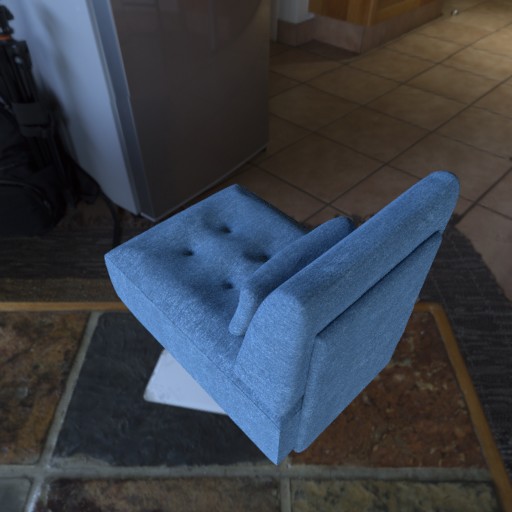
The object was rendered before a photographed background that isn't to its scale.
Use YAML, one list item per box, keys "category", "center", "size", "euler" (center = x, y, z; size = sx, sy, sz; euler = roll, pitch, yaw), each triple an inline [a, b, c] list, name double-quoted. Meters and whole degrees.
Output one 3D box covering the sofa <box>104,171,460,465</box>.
- category: "sofa"
  center: [0.000, 0.000, 1.559]
  size: [0.700, 0.820, 1.000]
  euler: [-34, 54, -29]
